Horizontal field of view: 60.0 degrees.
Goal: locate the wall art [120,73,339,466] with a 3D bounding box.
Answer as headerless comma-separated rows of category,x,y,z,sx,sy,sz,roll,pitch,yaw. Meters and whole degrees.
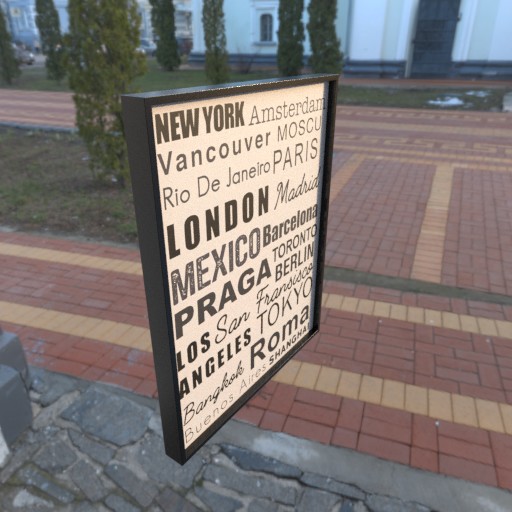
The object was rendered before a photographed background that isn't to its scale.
wall art,0.000,0.000,0.752,0.038,0.551,0.448,18,31,32
